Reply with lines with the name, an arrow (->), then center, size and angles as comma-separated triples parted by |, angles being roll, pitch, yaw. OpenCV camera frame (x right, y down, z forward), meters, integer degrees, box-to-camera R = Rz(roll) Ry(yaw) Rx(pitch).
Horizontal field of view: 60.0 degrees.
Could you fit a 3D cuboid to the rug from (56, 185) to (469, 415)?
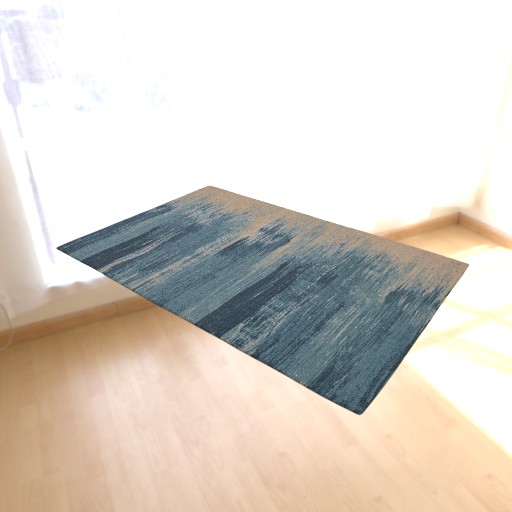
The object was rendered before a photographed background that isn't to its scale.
rug -> 0.000, 0.000, 2.341 | 1.836, 0.009, 1.232 | 21, 36, 32
